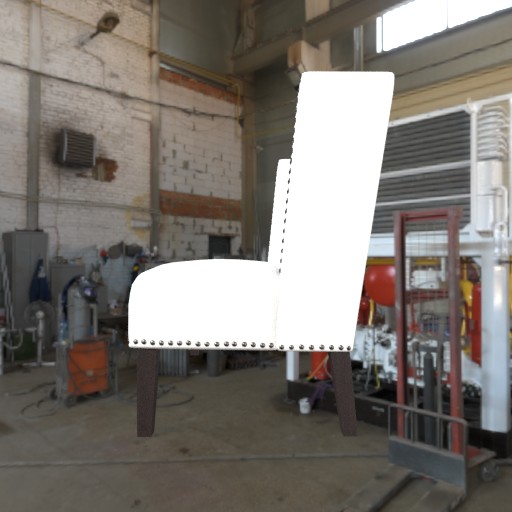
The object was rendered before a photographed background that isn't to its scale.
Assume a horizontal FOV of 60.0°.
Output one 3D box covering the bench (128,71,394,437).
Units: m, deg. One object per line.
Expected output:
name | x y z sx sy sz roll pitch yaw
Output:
bench | 0.000 0.000 1.974 0.847 1.123 1.280 0 -1 0
